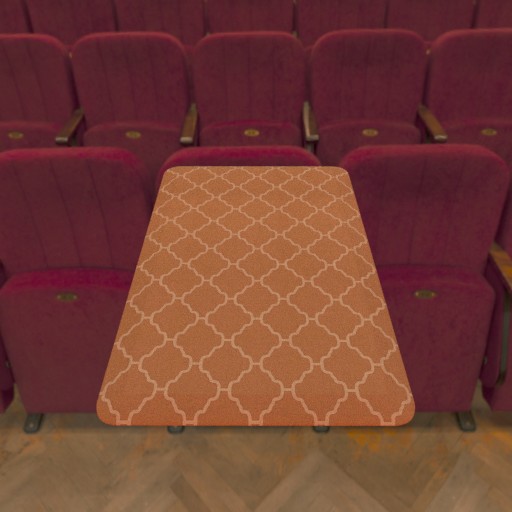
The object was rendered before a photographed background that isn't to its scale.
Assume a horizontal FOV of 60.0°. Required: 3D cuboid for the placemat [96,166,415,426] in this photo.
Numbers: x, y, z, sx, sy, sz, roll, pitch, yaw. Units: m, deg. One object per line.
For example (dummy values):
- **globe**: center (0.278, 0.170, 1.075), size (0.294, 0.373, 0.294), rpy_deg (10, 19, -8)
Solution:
- **placemat**: center (0.000, 0.000, 0.959), size (0.508, 0.021, 0.762), rpy_deg (0, 42, 0)
